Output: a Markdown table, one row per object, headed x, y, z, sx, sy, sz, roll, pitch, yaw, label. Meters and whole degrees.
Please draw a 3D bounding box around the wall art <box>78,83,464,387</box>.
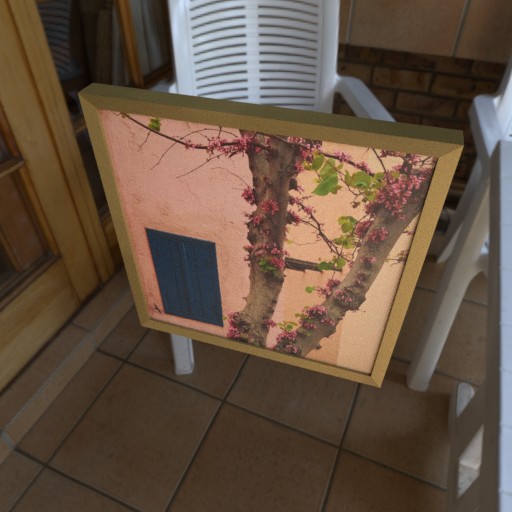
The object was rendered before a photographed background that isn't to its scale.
| x | y | z | sx | sy | sz | roll | pitch | yaw | label |
| --- | --- | --- | --- | --- | --- | --- | --- | --- | --- |
| 0.000 | 0.000 | 0.744 | 0.507 | 0.508 | 0.038 | 12 | 43 | 13 | wall art |
